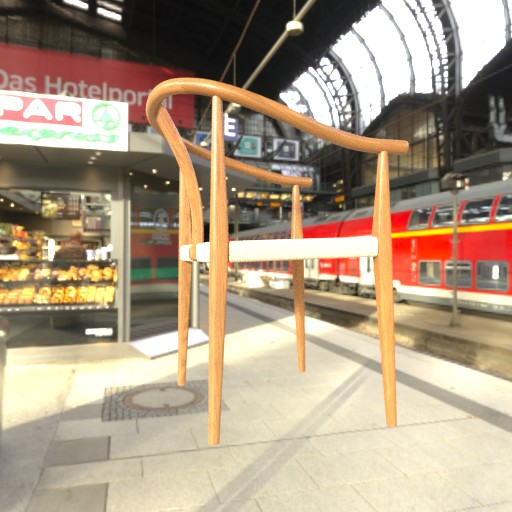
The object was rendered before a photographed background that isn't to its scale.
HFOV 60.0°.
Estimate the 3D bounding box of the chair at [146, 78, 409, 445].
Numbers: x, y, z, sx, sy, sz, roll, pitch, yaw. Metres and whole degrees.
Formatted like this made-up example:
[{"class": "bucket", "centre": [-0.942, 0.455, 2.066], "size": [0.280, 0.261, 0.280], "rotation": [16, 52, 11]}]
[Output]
[{"class": "chair", "centre": [0.000, 0.000, 1.207], "size": [0.579, 0.800, 0.556], "rotation": [0, 0, -18]}]
